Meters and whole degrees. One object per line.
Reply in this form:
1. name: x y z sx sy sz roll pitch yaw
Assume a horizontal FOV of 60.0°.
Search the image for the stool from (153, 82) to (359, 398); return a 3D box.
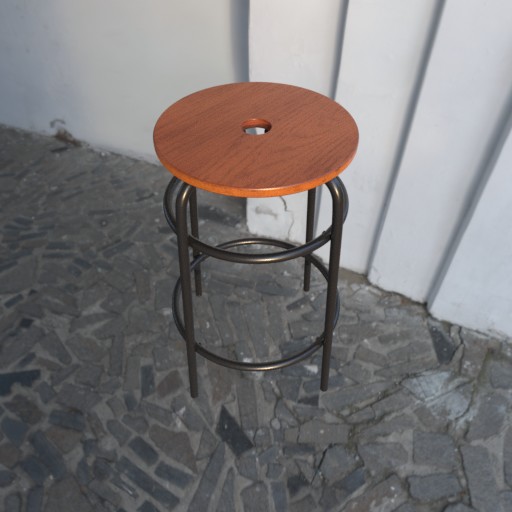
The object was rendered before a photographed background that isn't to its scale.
1. stool: 0.000 0.000 0.945 0.455 0.610 0.455 33 54 28
